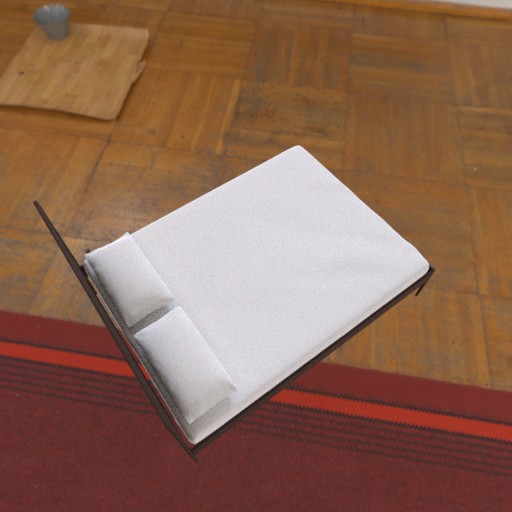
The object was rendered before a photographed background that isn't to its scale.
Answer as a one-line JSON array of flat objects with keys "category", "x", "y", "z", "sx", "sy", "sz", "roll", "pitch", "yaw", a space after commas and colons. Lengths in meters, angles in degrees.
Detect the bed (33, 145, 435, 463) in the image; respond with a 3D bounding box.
[{"category": "bed", "x": 0.000, "y": 0.000, "z": 3.107, "sx": 2.122, "sy": 1.173, "sz": 1.572, "roll": -32, "pitch": 63, "yaw": -18}]
